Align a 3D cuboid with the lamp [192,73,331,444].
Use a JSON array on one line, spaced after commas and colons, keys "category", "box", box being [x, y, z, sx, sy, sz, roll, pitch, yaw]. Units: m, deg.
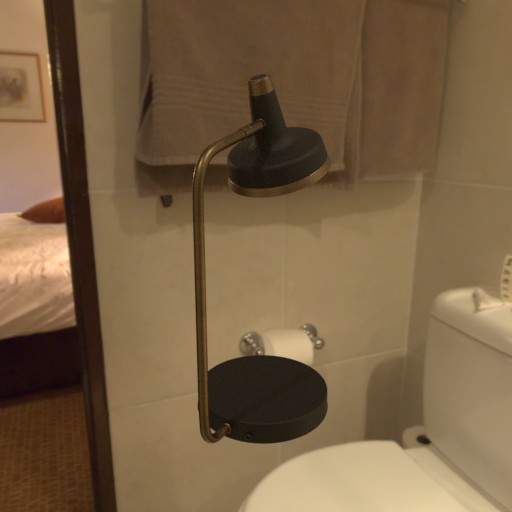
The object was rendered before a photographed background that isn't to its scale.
[{"category": "lamp", "box": [0.000, 0.000, 0.494, 0.162, 0.385, 0.218, 8, 16, 29]}]
